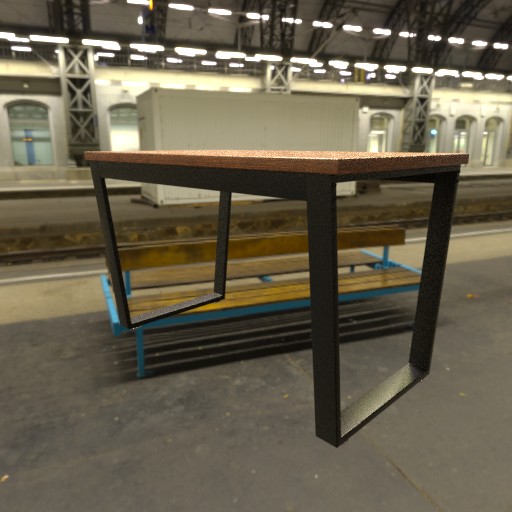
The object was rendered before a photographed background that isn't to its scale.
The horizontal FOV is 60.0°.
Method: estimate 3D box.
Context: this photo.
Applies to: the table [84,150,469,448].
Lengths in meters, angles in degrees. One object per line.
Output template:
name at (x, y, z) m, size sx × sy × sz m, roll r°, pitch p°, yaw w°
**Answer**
table at (0.000, 0.000, 1.670) m, size 0.714 × 0.760 × 1.205 m, roll -14°, pitch 20°, yaw -43°
